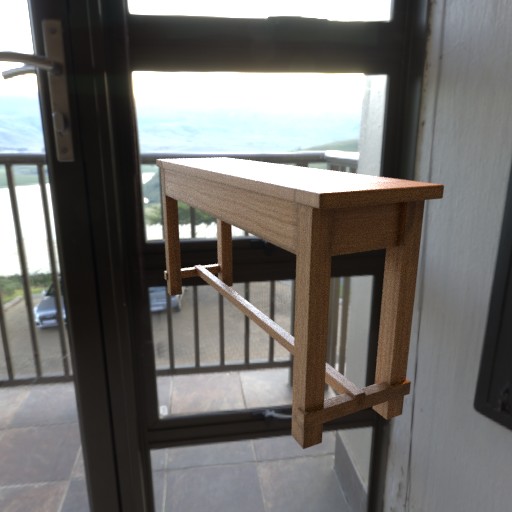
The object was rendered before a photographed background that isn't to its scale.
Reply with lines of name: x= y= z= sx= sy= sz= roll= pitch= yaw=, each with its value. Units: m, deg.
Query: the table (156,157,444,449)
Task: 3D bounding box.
table: x=0.000 y=0.000 z=1.942 sx=0.442 sy=0.762 sz=1.599 roll=-7 pitch=17 yaw=-25
